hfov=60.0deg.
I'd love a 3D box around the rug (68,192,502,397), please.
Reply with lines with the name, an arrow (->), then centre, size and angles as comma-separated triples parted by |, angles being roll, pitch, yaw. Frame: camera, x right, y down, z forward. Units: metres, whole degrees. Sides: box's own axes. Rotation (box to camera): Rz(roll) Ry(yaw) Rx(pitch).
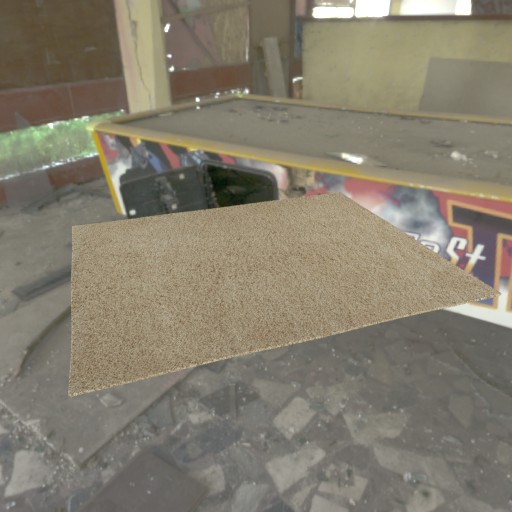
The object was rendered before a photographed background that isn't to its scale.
rug -> 0.000, 0.000, 3.832 | 3.000, 0.025, 2.400 | -9, 29, -17
